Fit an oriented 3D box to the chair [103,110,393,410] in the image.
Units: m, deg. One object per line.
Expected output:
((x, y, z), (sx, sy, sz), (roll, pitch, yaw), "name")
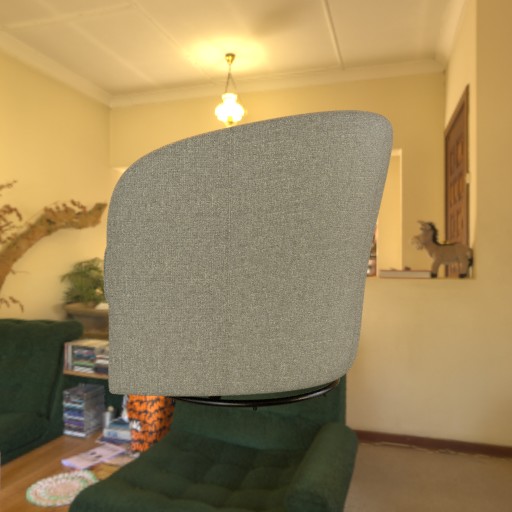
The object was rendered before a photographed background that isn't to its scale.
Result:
((0.000, 0.000, 1.396), (0.815, 0.771, 0.791), (0, 0, 0), "chair")
